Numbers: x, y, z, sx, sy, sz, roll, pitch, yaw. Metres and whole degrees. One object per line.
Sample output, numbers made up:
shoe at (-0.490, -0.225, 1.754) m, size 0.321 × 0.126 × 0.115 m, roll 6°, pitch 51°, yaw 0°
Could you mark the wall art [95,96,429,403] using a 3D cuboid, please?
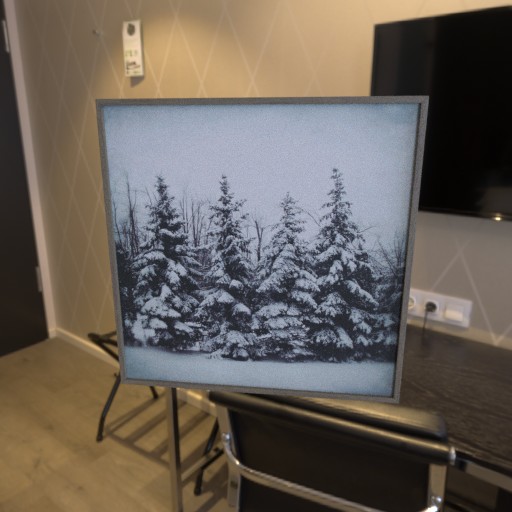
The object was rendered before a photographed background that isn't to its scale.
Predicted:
wall art at (0.000, 0.000, 0.755) m, size 0.507 × 0.507 × 0.037 m, roll 2°, pitch 16°, yaw 7°
